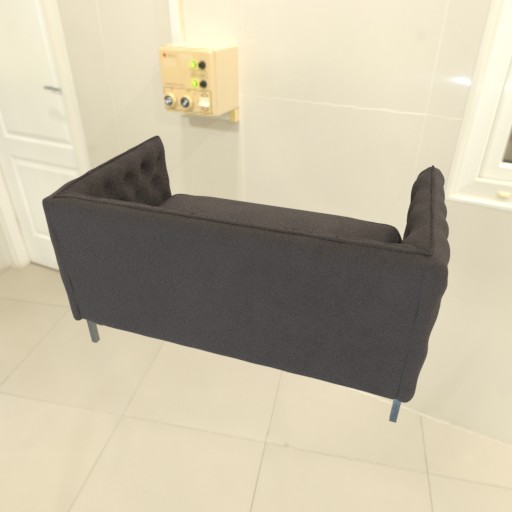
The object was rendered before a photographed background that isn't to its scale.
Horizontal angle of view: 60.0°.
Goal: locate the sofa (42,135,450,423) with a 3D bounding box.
[{"bbox_3d":[0.000,0.000,2.120,1.583,0.810,0.909,10,33,16],"label":"sofa"}]
